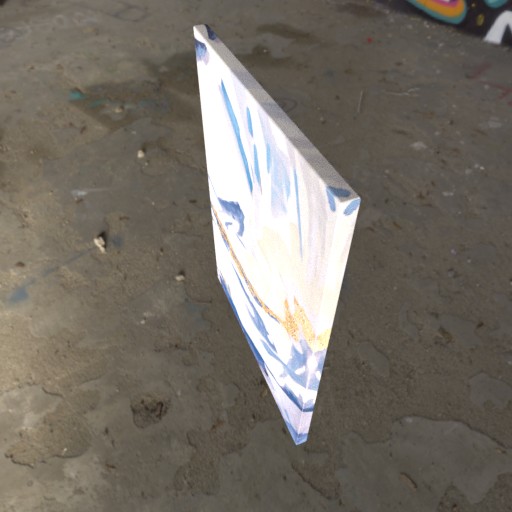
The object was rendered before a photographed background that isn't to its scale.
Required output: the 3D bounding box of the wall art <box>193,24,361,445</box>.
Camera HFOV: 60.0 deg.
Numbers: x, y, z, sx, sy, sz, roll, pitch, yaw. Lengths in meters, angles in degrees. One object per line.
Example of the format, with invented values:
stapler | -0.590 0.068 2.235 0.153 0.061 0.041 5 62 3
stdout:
wall art | 0.000 0.000 1.288 0.038 1.015 0.761 -17 50 -15
